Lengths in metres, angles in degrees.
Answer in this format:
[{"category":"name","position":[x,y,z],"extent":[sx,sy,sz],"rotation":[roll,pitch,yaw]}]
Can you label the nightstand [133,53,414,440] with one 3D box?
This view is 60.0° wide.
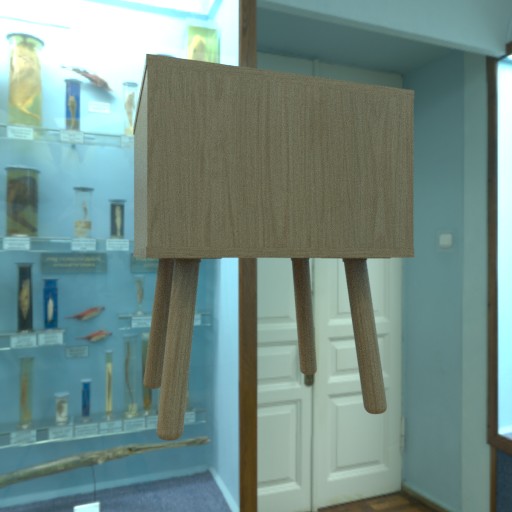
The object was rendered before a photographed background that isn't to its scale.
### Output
[{"category":"nightstand","position":[0.000,0.000,0.875],"extent":[0.450,0.571,0.380],"rotation":[0,0,-18]}]
